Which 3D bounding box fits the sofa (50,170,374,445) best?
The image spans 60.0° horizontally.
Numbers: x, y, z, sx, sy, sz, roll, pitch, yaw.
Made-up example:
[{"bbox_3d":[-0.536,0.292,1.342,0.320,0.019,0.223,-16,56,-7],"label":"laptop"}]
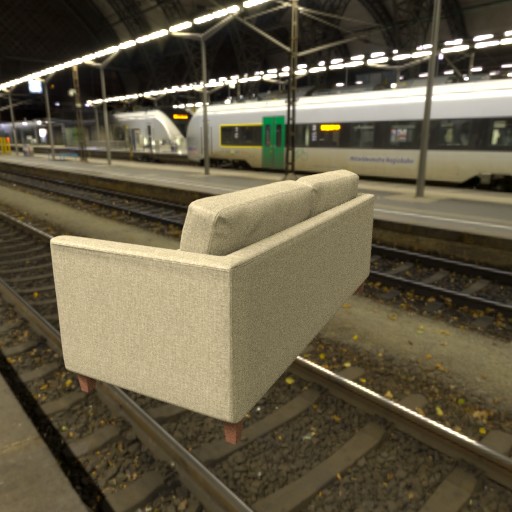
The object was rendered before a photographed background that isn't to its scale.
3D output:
[{"bbox_3d":[0.000,0.000,2.716,0.956,0.960,2.208,8,17,26],"label":"sofa"}]
